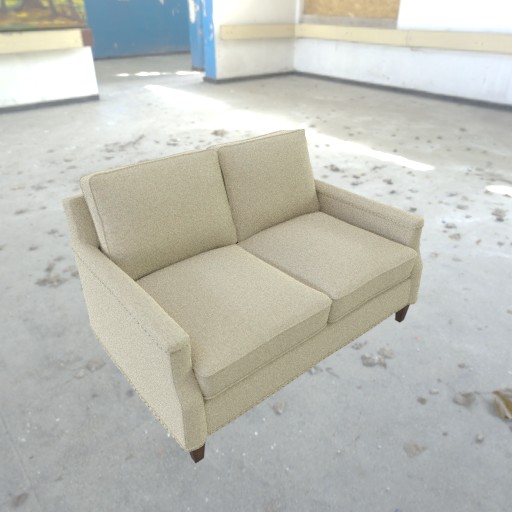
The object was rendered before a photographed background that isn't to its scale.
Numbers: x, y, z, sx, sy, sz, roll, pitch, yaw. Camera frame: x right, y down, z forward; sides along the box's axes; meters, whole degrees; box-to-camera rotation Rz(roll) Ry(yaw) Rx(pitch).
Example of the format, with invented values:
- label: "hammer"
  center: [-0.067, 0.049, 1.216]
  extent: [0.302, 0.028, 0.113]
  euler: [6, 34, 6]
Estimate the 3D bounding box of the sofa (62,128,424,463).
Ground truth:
- label: "sofa"
  center: [0.000, 0.000, 2.318]
  extent: [1.597, 1.003, 1.084]
  euler: [-23, 37, -34]
